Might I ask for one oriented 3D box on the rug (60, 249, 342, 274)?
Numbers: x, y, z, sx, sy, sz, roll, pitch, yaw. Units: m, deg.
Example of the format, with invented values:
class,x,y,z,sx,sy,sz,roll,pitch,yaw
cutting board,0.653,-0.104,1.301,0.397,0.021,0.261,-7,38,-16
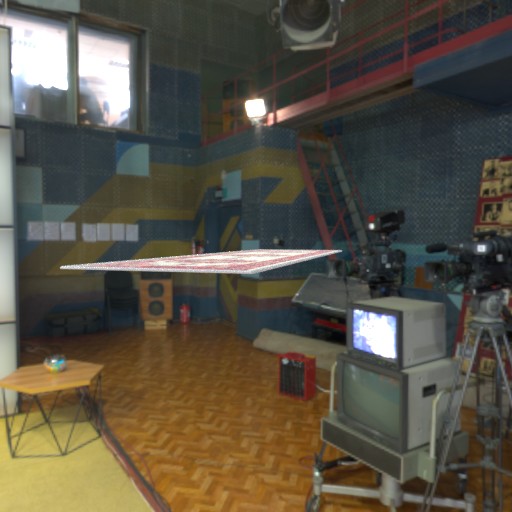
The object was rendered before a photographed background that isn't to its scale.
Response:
class,x,y,z,sx,sy,sz,roll,pitch,yaw
rug,0.000,0.000,2.001,0.562,0.009,1.824,1,2,18
